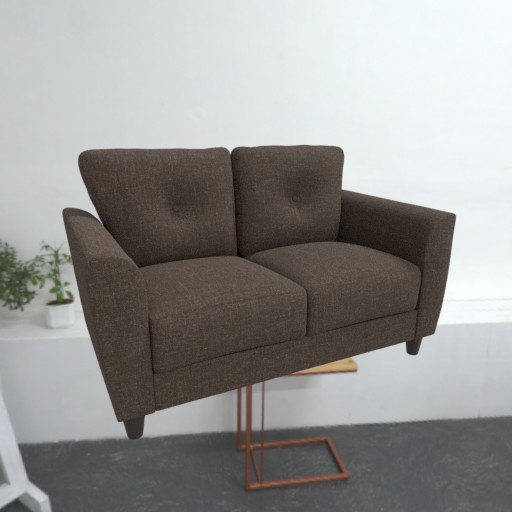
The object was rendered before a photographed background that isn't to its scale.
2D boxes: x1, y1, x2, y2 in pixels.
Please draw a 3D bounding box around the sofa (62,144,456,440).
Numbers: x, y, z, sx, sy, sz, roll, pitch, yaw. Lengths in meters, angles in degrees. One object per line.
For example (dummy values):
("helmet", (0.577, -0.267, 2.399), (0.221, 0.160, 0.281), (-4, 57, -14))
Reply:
("sofa", (0.000, 0.000, 1.873), (1.423, 0.885, 0.851), (-8, 18, -26))
